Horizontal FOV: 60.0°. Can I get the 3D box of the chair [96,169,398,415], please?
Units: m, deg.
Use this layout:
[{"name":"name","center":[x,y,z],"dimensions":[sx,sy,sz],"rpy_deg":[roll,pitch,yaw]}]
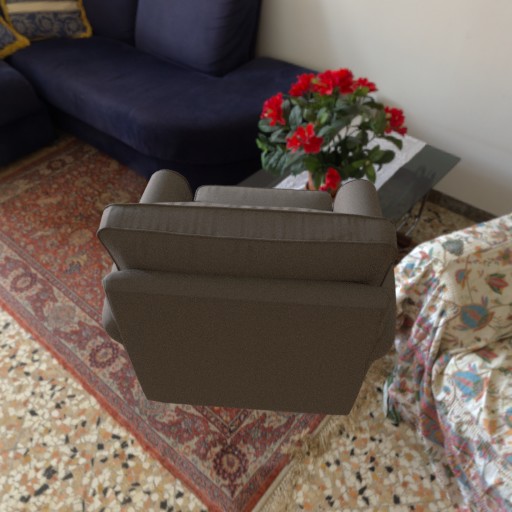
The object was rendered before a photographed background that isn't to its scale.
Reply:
[{"name":"chair","center":[0.000,0.000,1.799],"dimensions":[1.029,0.967,0.966],"rpy_deg":[3,47,3]}]
